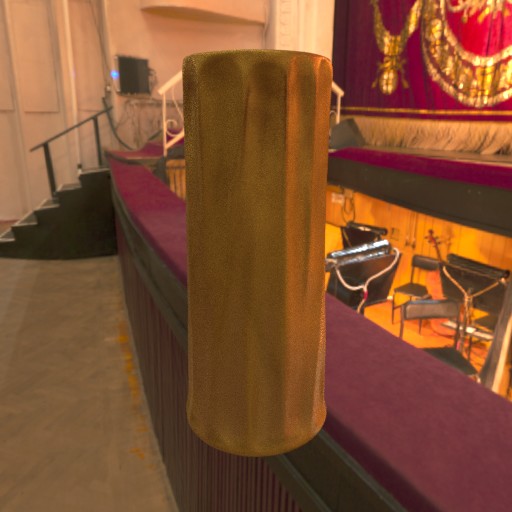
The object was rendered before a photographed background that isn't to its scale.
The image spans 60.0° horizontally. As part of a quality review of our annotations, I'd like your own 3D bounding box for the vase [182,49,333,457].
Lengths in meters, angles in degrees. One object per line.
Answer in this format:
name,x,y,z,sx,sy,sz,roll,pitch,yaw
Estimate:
vase,0.000,0.000,0.175,0.061,0.143,0.061,0,17,0
